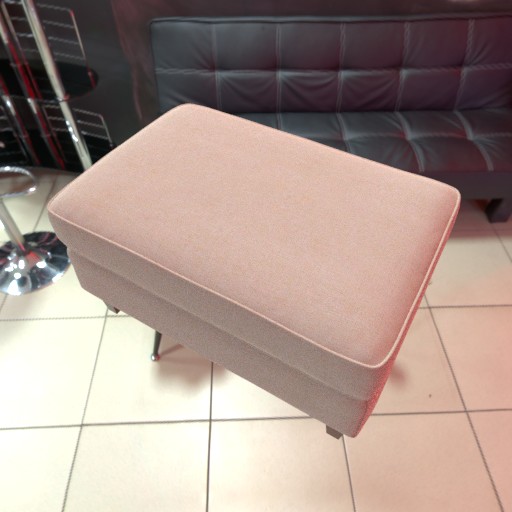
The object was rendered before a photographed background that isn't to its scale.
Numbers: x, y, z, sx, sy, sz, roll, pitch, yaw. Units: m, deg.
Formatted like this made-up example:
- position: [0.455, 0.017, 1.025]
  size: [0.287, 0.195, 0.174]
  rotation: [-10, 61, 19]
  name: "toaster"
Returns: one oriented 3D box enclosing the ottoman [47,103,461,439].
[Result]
- position: [0.000, 0.000, 1.205]
  size: [0.862, 0.484, 0.583]
  rotation: [24, 52, 20]
  name: "ottoman"
